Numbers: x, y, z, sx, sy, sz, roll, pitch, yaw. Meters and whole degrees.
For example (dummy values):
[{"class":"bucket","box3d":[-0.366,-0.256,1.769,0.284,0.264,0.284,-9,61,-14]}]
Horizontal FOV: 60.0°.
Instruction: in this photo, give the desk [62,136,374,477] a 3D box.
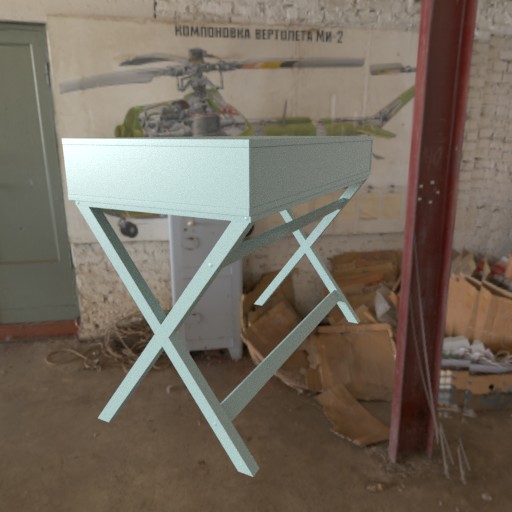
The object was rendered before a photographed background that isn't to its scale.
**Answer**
[{"class":"desk","box3d":[0.000,0.000,1.504,0.509,0.780,1.059,8,17,26]}]
